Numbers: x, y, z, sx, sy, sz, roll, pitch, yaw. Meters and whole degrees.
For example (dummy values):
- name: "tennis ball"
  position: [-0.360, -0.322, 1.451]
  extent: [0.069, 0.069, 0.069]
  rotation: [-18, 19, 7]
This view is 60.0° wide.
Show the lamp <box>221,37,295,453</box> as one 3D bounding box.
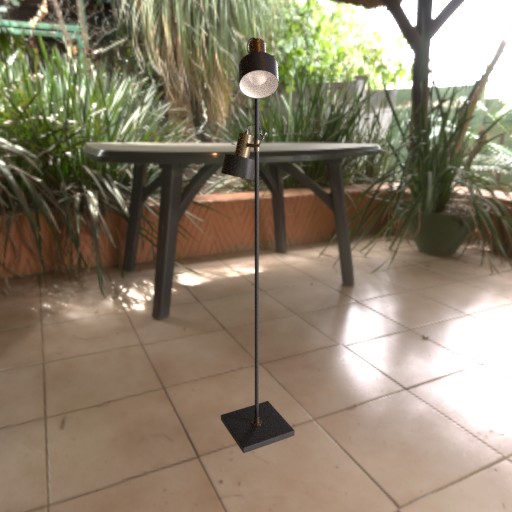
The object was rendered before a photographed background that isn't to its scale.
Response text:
- name: "lamp"
  position: [0.000, 0.000, 1.669]
  extent: [0.233, 1.505, 0.315]
  rotation: [-8, 18, -26]
